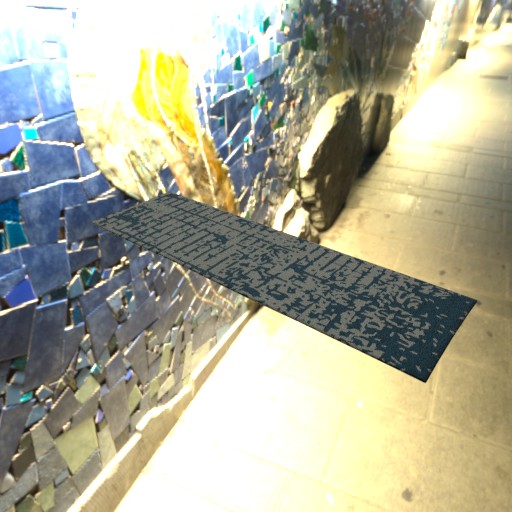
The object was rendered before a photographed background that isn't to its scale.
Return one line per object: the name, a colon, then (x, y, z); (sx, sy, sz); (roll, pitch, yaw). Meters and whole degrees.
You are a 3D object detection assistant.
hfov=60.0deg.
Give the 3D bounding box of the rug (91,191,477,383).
rug: (0.000, 0.000, 2.773); (2.435, 0.011, 0.750); (22, 37, 33)
